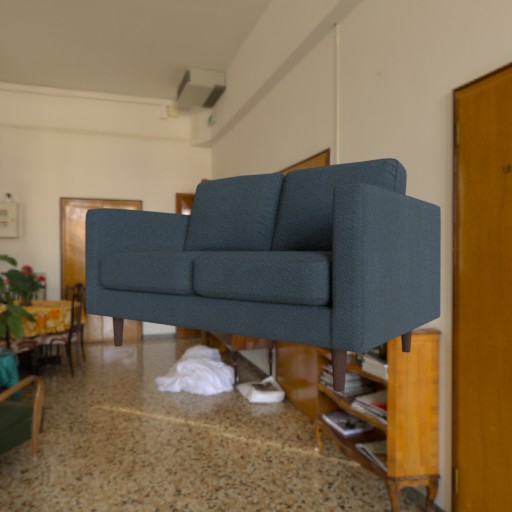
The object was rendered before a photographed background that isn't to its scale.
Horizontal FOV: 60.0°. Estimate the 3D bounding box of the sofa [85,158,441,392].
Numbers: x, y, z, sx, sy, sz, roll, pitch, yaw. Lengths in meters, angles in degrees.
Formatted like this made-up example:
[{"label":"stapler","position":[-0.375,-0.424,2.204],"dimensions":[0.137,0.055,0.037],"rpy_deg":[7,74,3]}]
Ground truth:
[{"label":"sofa","position":[0.000,0.000,2.217],"dimensions":[1.518,0.930,0.999],"rpy_deg":[0,1,36]}]
